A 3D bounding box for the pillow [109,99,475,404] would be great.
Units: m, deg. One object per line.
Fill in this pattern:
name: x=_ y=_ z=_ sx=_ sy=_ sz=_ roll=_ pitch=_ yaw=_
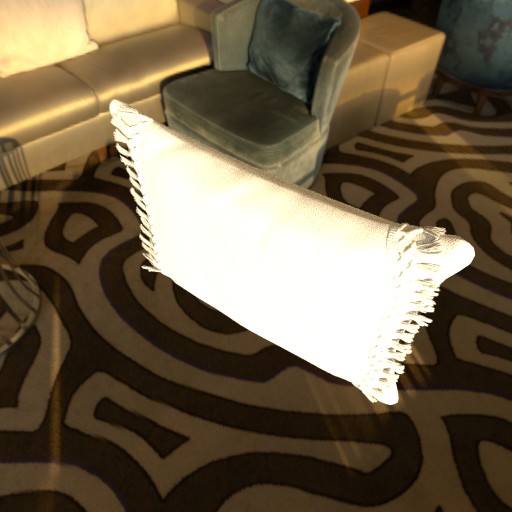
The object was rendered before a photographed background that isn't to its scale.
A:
pillow: x=0.000 y=0.000 z=0.579 sx=0.466 sy=0.305 sz=0.084 roll=28 pitch=52 yaw=24
